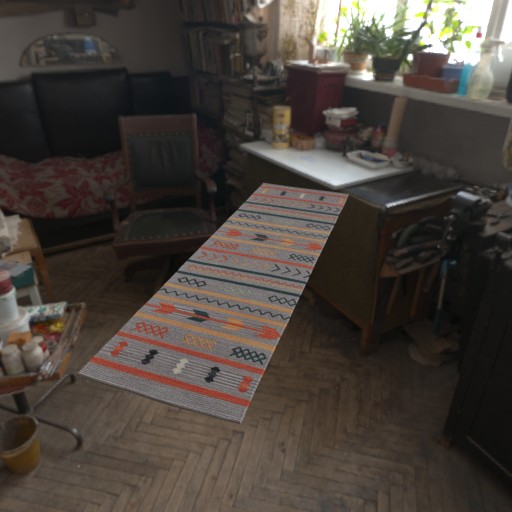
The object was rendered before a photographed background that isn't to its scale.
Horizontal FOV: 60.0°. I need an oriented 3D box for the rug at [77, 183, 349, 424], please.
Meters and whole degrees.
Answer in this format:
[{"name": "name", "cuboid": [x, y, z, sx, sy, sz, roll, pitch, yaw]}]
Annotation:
[{"name": "rug", "cuboid": [0.000, 0.000, 2.735, 0.744, 0.022, 2.419, 10, 31, 17]}]
